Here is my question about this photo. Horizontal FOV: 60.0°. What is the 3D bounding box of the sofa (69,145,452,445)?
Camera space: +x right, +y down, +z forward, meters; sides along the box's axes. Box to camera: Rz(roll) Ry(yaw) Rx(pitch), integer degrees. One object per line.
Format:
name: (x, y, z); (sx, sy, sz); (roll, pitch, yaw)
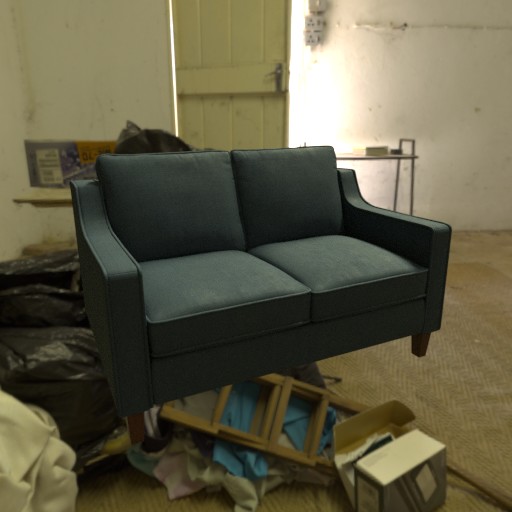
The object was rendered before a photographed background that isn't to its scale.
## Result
sofa: (0.000, 0.000, 2.102); (1.501, 0.971, 0.987); (-8, 18, -25)
